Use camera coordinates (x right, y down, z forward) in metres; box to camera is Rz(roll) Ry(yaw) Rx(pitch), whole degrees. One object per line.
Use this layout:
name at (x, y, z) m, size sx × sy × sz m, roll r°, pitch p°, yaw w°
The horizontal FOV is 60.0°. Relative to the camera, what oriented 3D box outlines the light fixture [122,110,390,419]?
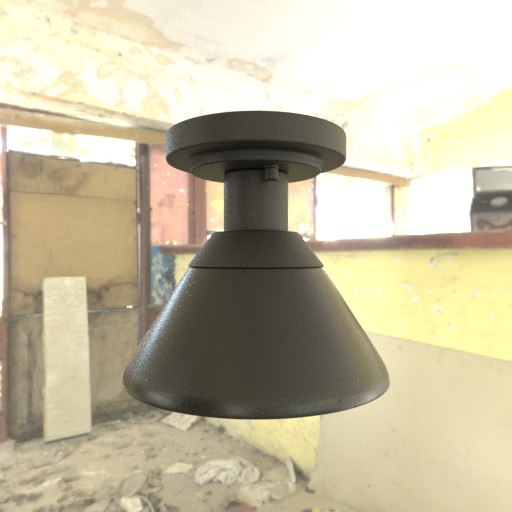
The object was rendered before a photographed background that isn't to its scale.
light fixture at (0.000, 0.000, 0.347) m, size 0.200 × 0.183 × 0.200 m, roll 0°, pitch 0°, yaw 0°
